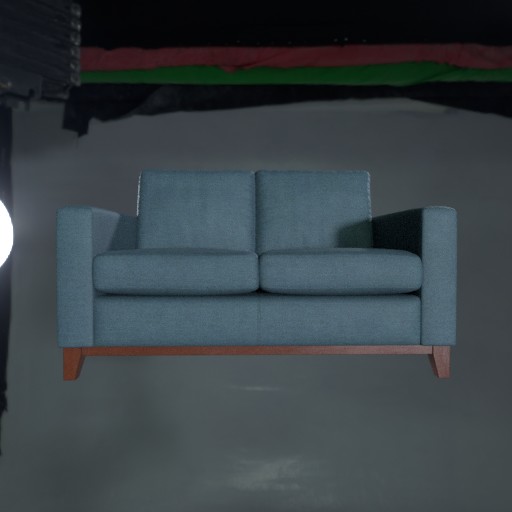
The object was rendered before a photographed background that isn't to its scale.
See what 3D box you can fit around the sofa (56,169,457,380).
[{"bbox_3d":[0.000,0.000,2.073,1.489,0.903,0.955,0,1,-1],"label":"sofa"}]
